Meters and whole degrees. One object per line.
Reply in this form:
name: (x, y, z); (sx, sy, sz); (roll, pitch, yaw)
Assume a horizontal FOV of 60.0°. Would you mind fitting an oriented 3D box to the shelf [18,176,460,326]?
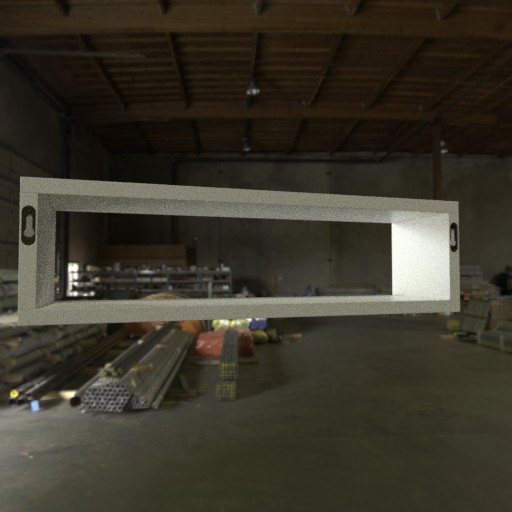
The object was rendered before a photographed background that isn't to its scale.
shelf: (0.000, 0.000, 0.665); (0.610, 0.170, 0.150); (1, -2, -17)
